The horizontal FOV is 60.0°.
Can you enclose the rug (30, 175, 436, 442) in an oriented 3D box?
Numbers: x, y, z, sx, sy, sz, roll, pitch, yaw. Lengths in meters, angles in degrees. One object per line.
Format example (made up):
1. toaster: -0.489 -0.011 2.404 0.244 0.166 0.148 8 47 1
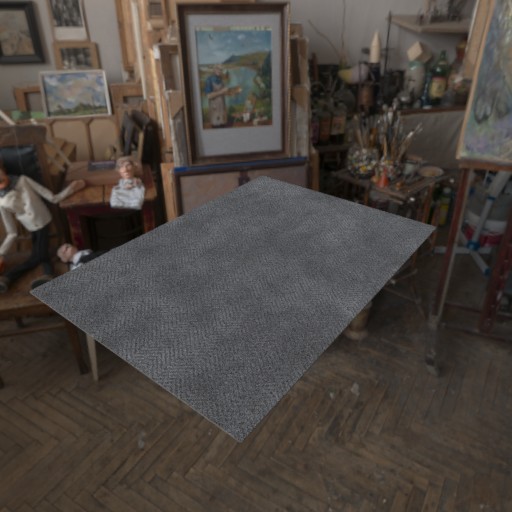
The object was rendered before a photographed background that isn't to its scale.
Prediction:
1. rug: 0.000 0.000 2.903 1.600 0.008 2.235 23 39 31
